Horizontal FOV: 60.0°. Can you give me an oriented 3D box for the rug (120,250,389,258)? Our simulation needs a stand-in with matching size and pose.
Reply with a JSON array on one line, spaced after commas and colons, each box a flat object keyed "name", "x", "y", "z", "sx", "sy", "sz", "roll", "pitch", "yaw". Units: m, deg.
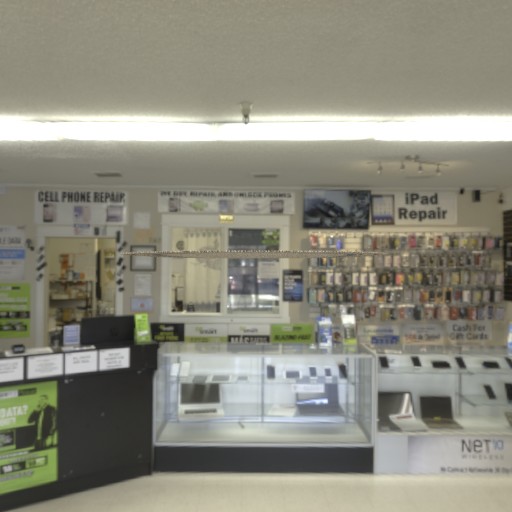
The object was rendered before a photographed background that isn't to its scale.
[{"name": "rug", "x": 0.000, "y": 0.000, "z": 3.088, "sx": 1.520, "sy": 0.006, "sz": 2.432, "roll": 0, "pitch": -1, "yaw": 1}]
